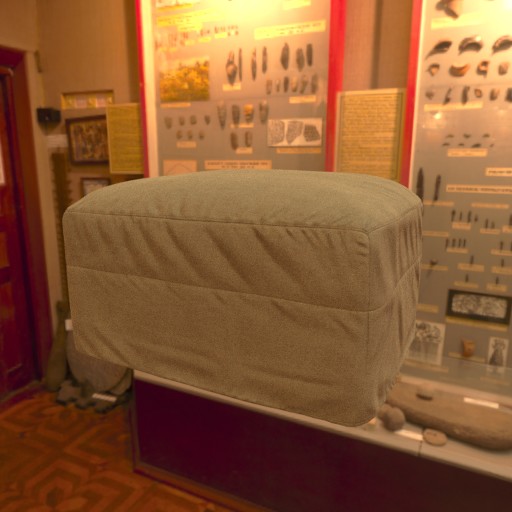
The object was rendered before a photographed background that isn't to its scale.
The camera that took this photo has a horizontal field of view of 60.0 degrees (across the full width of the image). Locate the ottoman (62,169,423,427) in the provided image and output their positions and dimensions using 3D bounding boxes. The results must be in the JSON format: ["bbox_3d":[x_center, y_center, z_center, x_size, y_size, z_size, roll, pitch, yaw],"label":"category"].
[{"bbox_3d":[0.000,0.000,1.252,0.837,0.481,0.683,7,15,27],"label":"ottoman"}]
